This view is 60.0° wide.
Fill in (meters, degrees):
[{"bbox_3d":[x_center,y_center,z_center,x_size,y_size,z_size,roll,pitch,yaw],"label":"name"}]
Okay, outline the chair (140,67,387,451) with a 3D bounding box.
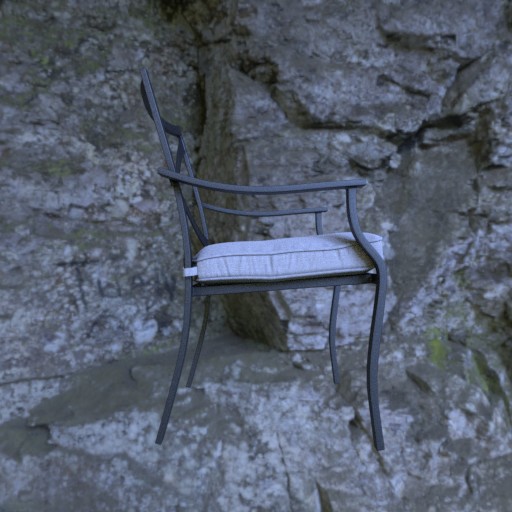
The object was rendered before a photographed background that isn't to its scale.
[{"bbox_3d":[0.000,0.000,1.285,0.620,0.889,0.575,0,0,0],"label":"chair"}]
